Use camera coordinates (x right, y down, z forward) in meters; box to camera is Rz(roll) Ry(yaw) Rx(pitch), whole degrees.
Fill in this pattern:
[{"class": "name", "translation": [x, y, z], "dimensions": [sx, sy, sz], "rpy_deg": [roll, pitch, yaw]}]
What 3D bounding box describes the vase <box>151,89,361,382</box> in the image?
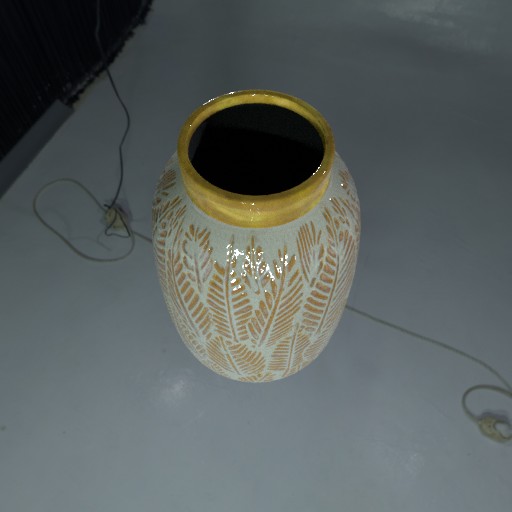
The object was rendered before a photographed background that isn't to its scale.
[{"class": "vase", "translation": [0.000, 0.000, 0.385], "dimensions": [0.172, 0.270, 0.172], "rpy_deg": [0, 59, 0]}]
